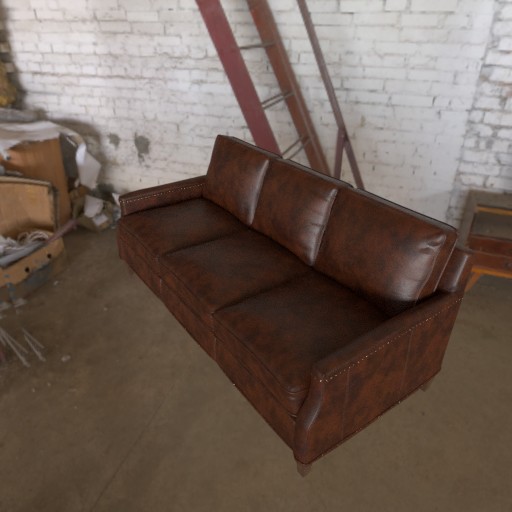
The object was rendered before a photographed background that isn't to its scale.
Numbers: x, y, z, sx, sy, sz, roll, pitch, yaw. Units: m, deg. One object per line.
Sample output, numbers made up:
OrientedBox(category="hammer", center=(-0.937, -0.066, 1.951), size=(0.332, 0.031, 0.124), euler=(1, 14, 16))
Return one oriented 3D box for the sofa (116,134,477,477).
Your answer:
OrientedBox(category="sofa", center=(0.000, 0.000, 2.778), size=(1.084, 1.003, 2.240), euler=(-20, 36, -30))
